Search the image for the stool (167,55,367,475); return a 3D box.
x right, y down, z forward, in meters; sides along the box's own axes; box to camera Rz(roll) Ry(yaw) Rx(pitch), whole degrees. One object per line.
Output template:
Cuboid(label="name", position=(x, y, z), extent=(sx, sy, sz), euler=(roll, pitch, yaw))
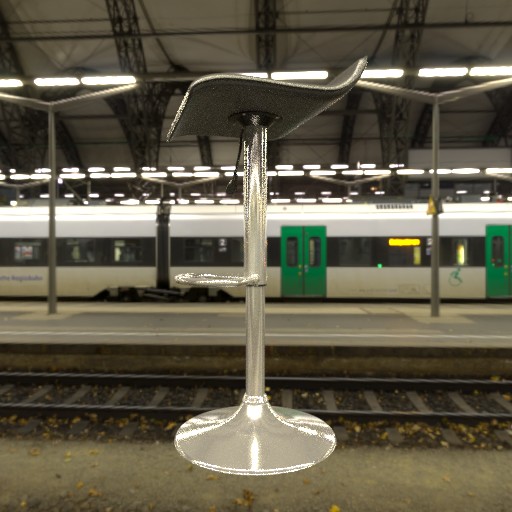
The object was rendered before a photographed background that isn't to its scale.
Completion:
Cuboid(label="stool", position=(0.000, 0.000, 1.049), extent=(0.381, 0.851, 0.381), euler=(0, 0, -18))
